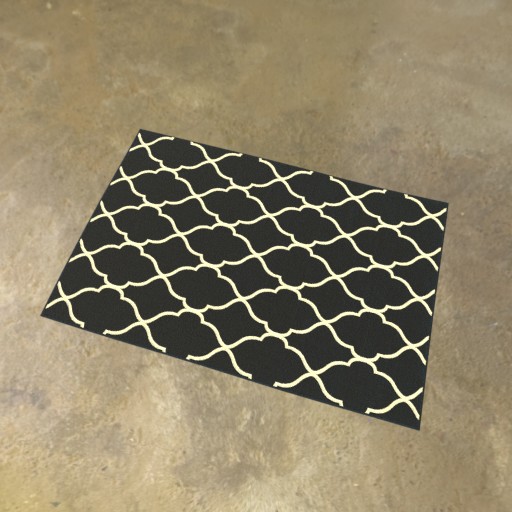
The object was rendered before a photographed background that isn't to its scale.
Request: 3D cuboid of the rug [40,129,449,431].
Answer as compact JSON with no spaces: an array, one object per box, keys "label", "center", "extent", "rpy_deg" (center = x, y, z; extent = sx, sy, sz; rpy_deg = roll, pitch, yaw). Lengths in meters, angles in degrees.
[{"label":"rug","center":[0.000,0.000,2.851],"extent":[2.294,0.014,1.528],"rpy_deg":[15,65,7]}]
